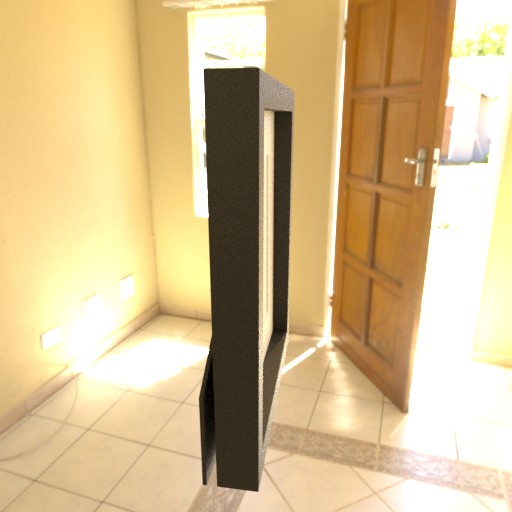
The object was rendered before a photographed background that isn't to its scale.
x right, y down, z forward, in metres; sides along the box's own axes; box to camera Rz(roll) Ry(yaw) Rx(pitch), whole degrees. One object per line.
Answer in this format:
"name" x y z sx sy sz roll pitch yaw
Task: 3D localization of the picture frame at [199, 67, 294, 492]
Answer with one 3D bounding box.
"picture frame" 0.000 0.000 0.391 0.042 0.284 0.232 3 18 9
